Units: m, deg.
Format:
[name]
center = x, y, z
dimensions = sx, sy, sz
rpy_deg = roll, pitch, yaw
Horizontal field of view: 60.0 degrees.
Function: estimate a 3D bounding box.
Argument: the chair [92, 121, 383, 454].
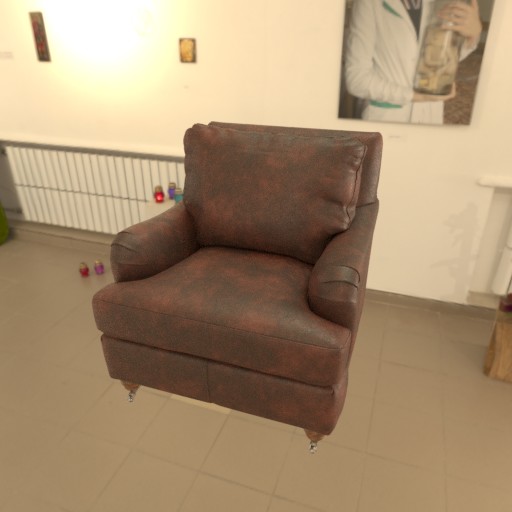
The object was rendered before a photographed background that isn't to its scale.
[chair]
center = 0.000, 0.000, 1.983
dimensions = 0.987, 1.051, 1.156
rpy_deg = 9, 28, 17
